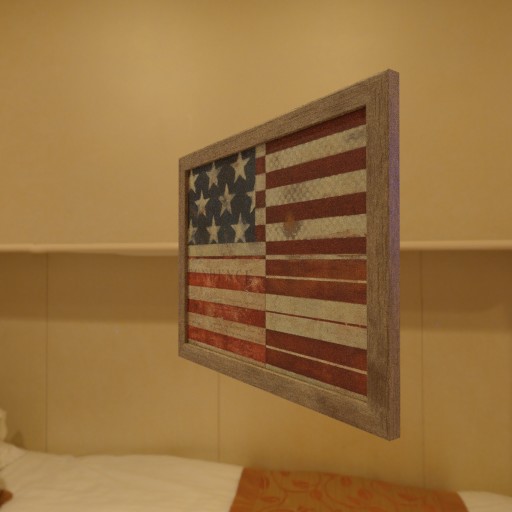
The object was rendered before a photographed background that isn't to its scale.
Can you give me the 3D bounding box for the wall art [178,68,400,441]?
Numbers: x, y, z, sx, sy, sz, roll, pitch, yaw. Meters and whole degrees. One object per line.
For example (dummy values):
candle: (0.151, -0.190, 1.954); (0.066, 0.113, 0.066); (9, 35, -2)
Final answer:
wall art: (0.000, 0.000, 0.923); (0.026, 0.535, 0.690); (0, -1, -35)
